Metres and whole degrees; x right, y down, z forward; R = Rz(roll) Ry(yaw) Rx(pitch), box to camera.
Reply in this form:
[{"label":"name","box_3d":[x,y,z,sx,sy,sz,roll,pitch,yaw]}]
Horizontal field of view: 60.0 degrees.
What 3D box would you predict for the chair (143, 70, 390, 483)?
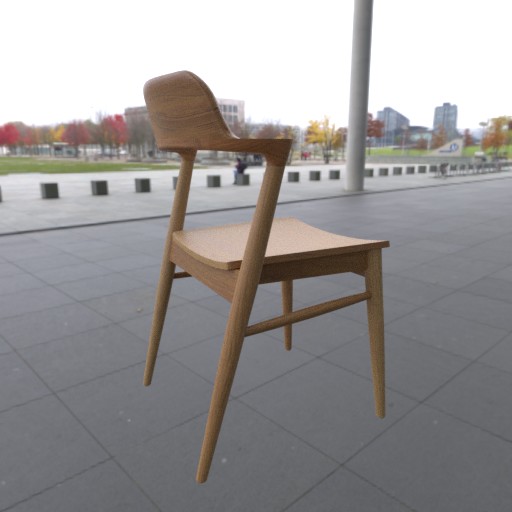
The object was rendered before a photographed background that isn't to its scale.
[{"label":"chair","box_3d":[0.000,0.000,1.098,0.499,0.792,0.512,-7,15,-27]}]
